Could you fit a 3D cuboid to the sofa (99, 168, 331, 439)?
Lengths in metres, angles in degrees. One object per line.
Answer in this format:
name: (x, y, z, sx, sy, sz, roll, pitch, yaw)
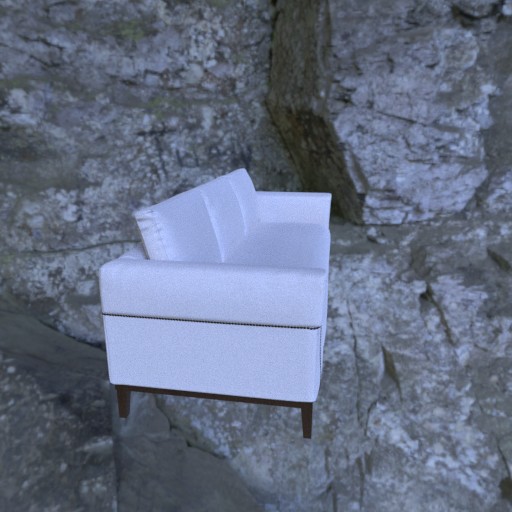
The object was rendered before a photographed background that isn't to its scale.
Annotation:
sofa: (0.000, 0.000, 2.748, 0.902, 0.911, 2.198, 3, 16, 9)
